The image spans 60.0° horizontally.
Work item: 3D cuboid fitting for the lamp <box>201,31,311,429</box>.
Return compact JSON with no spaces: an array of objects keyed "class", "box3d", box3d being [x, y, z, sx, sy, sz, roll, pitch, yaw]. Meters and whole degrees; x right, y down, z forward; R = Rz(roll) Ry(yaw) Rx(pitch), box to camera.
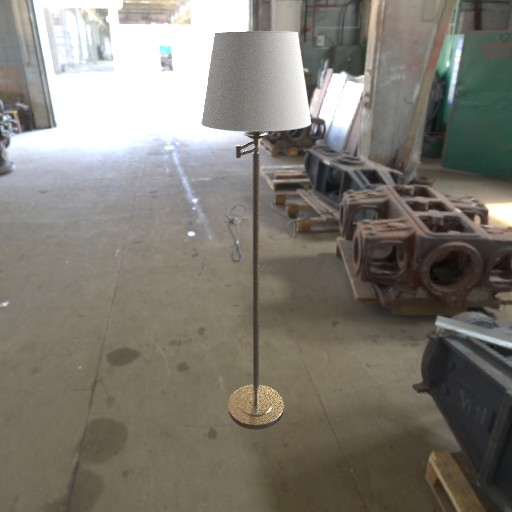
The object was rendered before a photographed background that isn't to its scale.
[{"class":"lamp","box3d":[0.000,0.000,1.637,0.355,1.473,0.355,0,25,0]}]
